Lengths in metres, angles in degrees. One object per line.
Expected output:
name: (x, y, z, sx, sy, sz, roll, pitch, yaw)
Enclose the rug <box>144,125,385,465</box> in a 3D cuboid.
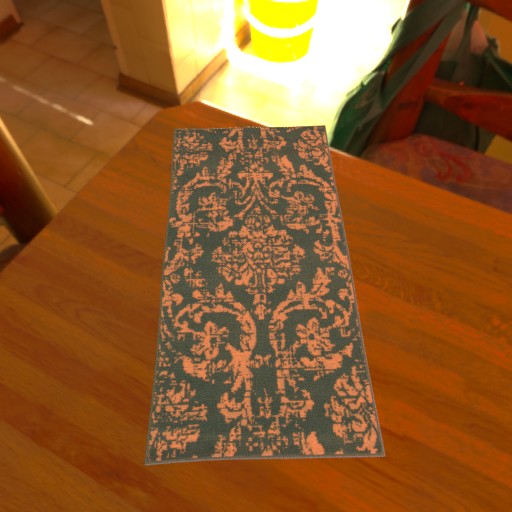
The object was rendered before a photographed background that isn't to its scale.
rug: (0.000, 0.000, 1.436, 0.604, 0.007, 1.219, -2, 57, -1)
